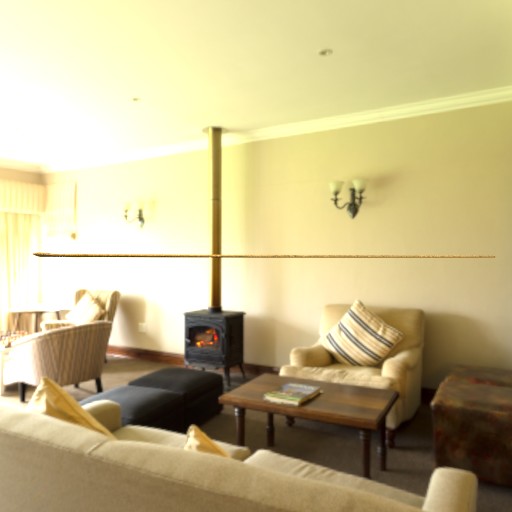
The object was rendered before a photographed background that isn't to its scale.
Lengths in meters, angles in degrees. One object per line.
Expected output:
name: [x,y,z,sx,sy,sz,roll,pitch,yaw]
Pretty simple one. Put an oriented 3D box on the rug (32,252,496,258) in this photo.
rug: [0.000,0.000,2.927,2.447,0.021,1.527,0,0,-19]
